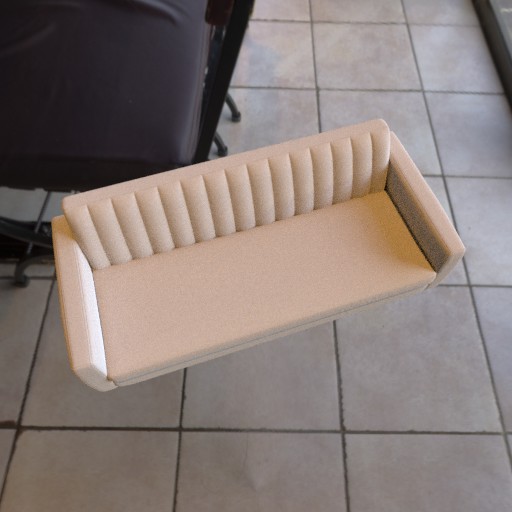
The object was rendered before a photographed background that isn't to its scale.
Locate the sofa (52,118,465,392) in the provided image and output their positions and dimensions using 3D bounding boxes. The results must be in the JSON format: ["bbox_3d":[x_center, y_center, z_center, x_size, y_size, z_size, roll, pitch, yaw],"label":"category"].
[{"bbox_3d":[0.000,0.000,2.764,2.291,0.821,0.990,-16,63,-8],"label":"sofa"}]
